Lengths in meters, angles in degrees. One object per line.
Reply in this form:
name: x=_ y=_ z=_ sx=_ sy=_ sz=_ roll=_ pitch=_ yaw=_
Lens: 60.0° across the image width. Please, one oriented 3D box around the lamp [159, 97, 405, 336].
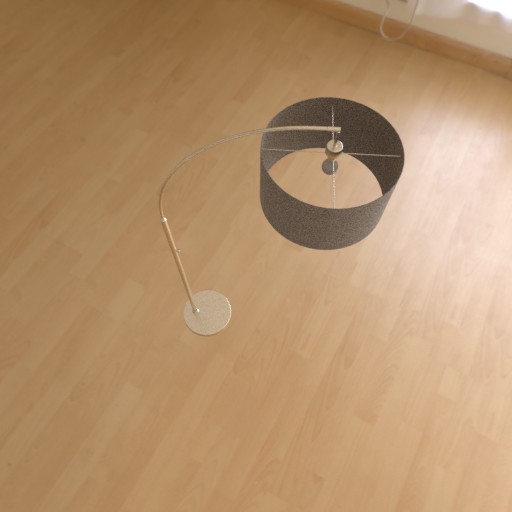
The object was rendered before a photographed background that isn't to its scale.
lamp: x=0.000 y=0.000 z=2.094 sx=0.934 sy=1.735 sz=0.452 roll=3 pitch=63 yaw=2
